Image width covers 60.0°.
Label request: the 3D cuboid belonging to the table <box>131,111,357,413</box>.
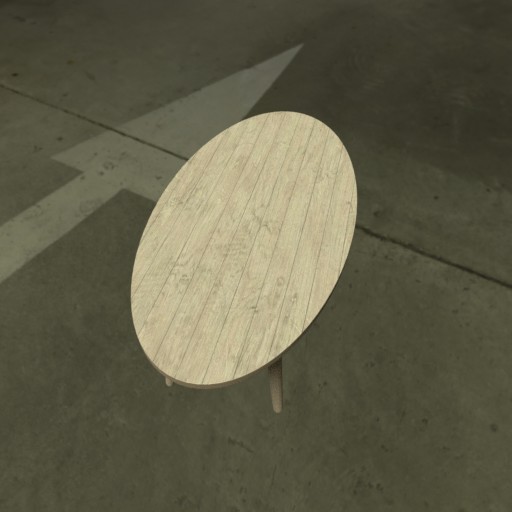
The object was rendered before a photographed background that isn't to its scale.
[{"bbox_3d":[0.000,0.000,1.357,0.542,0.390,1.083,10,47,10],"label":"table"}]
